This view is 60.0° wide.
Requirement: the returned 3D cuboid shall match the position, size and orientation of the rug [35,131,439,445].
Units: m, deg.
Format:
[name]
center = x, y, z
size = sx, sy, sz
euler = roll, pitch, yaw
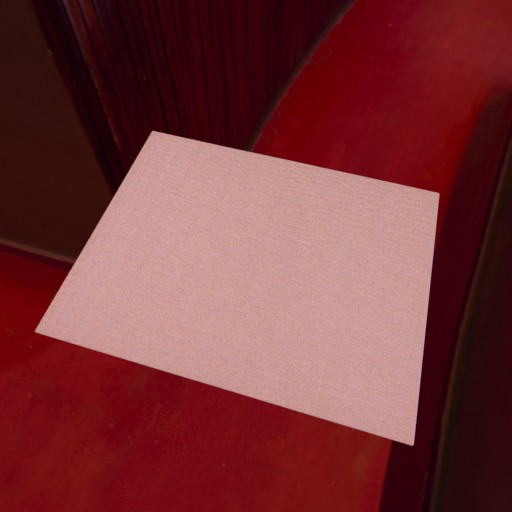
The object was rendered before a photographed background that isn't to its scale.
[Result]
[rug]
center = 0.000, 0.000, 3.989
size = 3.055, 0.021, 2.410
euler = 14, 60, 8
